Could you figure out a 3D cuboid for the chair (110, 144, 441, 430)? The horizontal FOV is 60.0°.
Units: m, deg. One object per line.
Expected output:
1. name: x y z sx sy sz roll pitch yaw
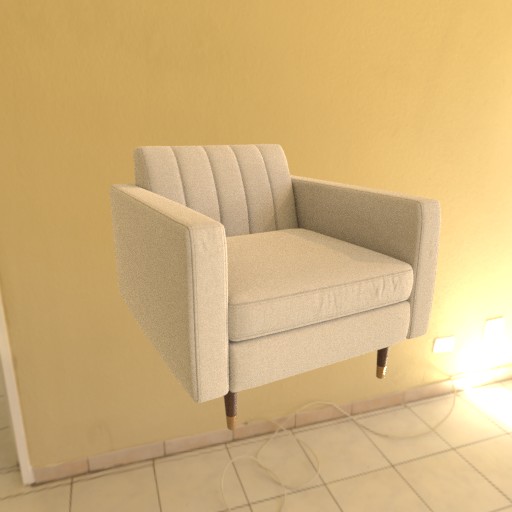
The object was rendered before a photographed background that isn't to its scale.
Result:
1. chair: 0.000 0.000 1.740 0.953 0.819 0.998 -9 18 -27
